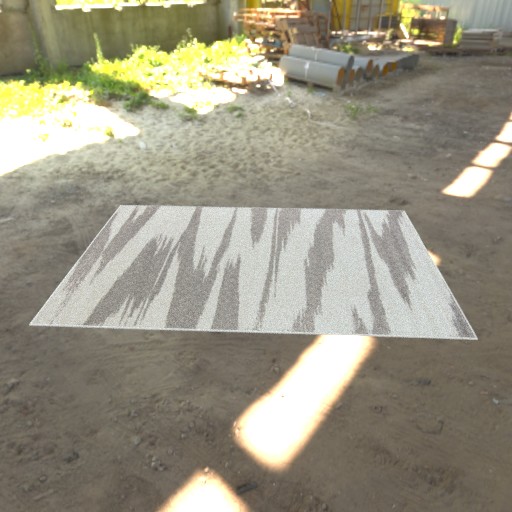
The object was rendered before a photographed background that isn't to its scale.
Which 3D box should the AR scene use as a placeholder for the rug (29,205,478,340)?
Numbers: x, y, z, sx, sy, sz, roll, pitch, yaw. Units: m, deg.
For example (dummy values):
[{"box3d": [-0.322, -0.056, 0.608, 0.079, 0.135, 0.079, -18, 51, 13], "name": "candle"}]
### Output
[{"box3d": [0.000, 0.000, 2.321, 1.827, 0.008, 1.225, 1, 30, 2], "name": "rug"}]
